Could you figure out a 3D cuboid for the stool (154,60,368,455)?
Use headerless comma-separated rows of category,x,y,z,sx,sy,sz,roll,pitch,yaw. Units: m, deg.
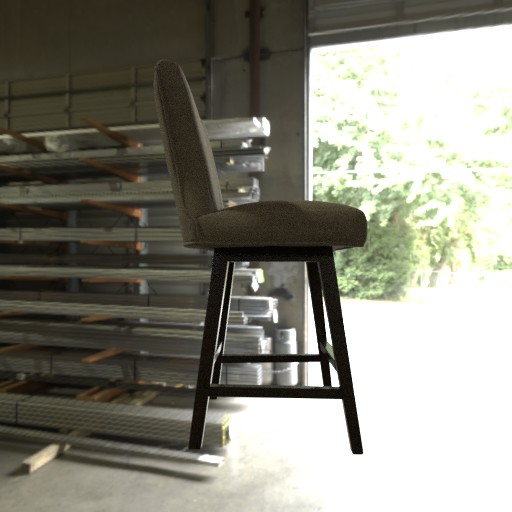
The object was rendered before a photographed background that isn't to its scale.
stool,0.000,0.000,1.359,0.574,1.000,0.514,0,-1,1
